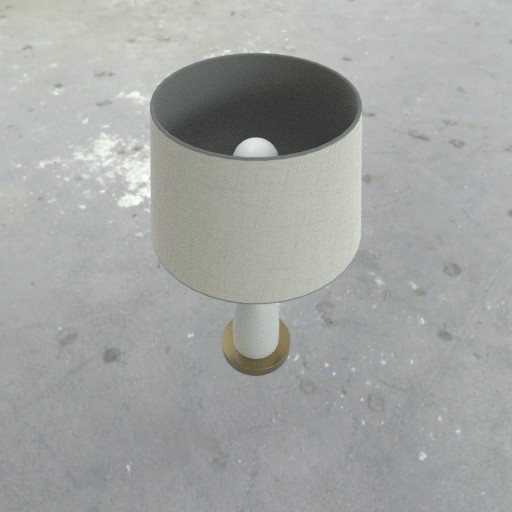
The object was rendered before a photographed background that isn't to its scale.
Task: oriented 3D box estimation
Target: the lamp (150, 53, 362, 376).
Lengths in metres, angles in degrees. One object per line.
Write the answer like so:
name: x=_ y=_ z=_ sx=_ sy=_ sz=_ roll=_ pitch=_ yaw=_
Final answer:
lamp: x=0.000 y=0.000 z=0.716 sx=0.309 sy=0.545 sz=0.309 roll=0 pitch=47 yaw=0
